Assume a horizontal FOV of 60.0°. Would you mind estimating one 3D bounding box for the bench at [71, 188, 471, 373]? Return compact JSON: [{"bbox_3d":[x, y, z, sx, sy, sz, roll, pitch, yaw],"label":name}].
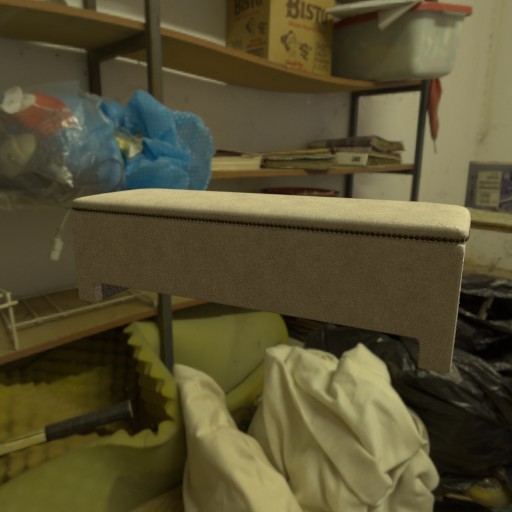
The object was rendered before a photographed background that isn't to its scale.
[{"bbox_3d":[0.000,0.000,1.735,1.482,0.447,0.470,7,16,25],"label":"bench"}]
